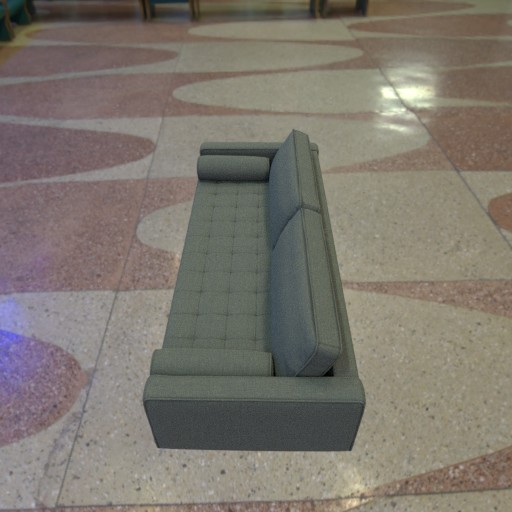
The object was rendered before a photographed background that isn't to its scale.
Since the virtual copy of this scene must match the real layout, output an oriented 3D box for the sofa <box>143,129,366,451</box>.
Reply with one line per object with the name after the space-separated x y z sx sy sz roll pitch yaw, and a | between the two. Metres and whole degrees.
0.000 0.000 2.685 0.914 0.762 2.198 1 41 1 | sofa
